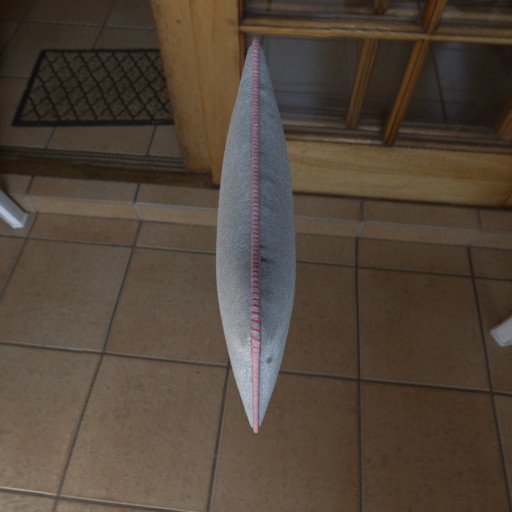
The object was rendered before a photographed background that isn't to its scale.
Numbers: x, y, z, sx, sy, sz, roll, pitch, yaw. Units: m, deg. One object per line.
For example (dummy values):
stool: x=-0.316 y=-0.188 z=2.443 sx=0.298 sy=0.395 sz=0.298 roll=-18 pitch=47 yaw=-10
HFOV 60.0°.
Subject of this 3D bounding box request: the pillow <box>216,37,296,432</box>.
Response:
pillow: x=0.000 y=0.000 z=0.738 sx=0.124 sy=0.491 sz=0.482 roll=0 pitch=59 yaw=0
